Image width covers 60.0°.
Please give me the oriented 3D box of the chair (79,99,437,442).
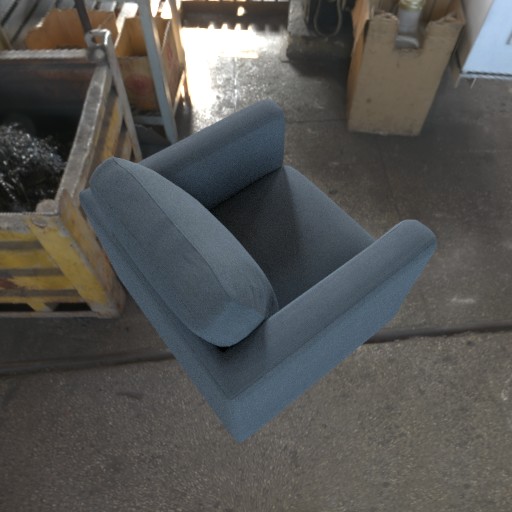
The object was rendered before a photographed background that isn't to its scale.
[{"bbox_3d":[0.000,0.000,1.575,0.820,0.922,0.855,-34,64,-19],"label":"chair"}]
